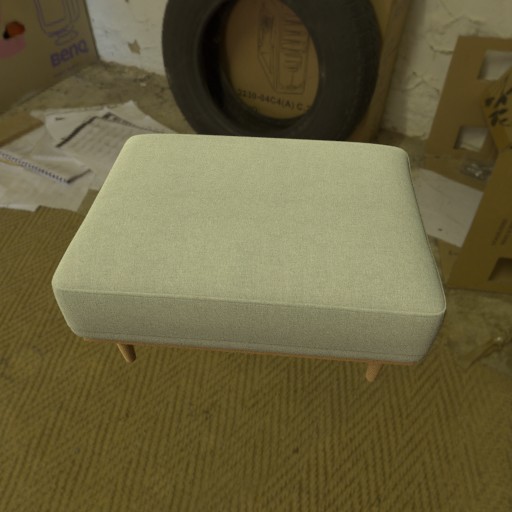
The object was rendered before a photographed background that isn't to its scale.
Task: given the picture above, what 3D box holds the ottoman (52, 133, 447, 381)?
[{"bbox_3d":[0.000,0.000,1.093,0.749,0.428,0.549,4,47,3],"label":"ottoman"}]
